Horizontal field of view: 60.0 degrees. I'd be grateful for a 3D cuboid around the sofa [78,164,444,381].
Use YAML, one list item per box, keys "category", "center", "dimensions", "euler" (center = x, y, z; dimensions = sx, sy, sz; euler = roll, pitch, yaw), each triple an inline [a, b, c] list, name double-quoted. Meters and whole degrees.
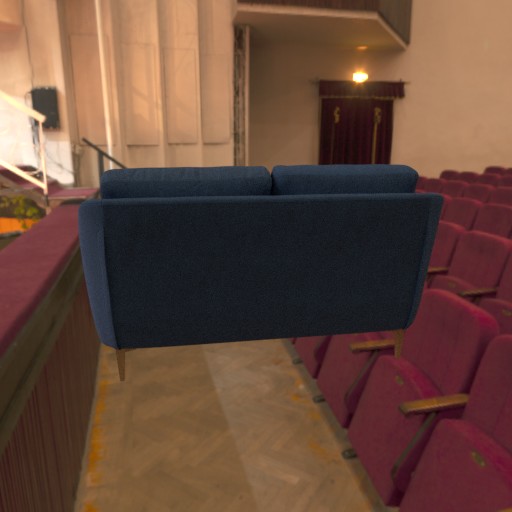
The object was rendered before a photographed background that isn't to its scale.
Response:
- category: "sofa"
  center: [0.000, 0.000, 2.189]
  dimensions: [1.619, 0.902, 0.960]
  euler: [-2, 14, -9]
